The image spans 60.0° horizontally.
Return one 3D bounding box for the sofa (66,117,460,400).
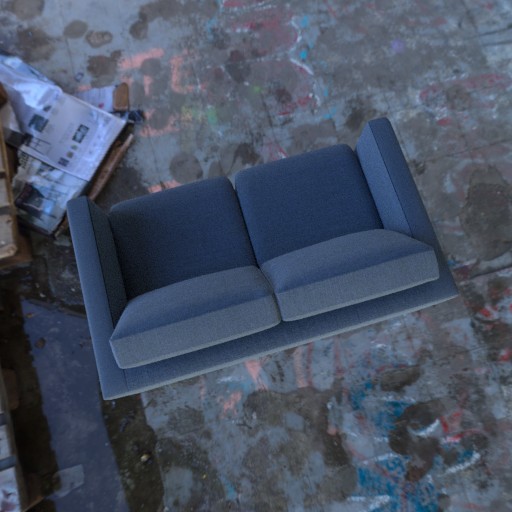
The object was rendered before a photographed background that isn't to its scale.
[{"bbox_3d":[0.000,0.000,2.331,1.659,0.907,0.999,-16,77,-4],"label":"sofa"}]
